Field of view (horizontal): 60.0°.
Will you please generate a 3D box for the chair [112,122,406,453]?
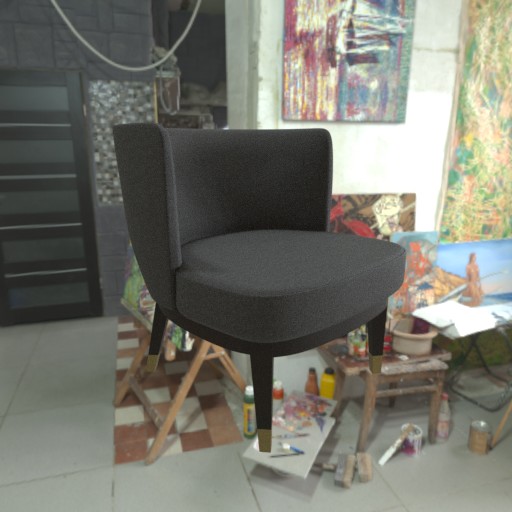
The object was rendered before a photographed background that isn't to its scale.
[{"bbox_3d":[0.000,0.000,1.229,0.698,0.695,0.639,14,20,43],"label":"chair"}]
